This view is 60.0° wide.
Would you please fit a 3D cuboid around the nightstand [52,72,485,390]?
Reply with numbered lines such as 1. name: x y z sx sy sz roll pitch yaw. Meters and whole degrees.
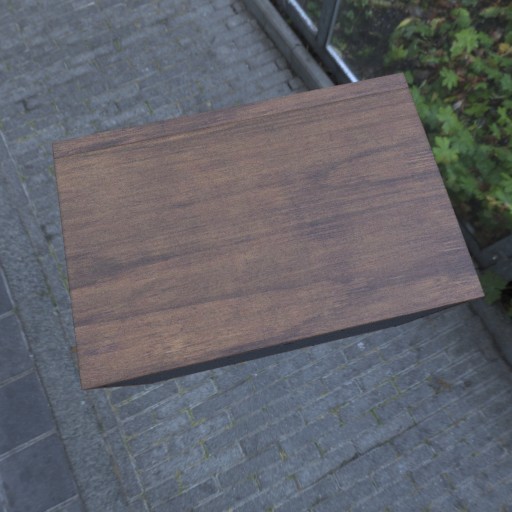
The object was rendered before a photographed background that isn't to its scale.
1. nightstand: 0.000 0.000 0.998 0.610 0.610 0.437 -12 75 -3
